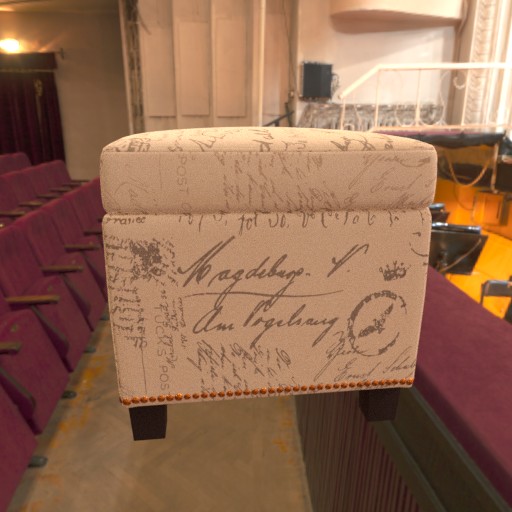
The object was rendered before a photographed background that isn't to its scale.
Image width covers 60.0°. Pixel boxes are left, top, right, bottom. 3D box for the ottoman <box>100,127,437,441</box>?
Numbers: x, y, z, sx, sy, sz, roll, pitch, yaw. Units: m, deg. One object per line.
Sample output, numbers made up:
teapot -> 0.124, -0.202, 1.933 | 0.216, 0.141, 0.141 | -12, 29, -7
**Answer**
ottoman -> 0.000, 0.000, 0.817 | 0.450, 0.457, 0.449 | -2, 17, -7
